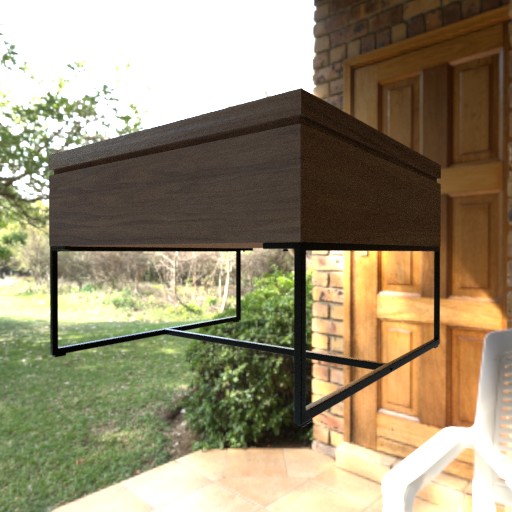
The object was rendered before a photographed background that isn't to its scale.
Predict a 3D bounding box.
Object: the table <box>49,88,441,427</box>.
[{"bbox_3d":[0.000,0.000,1.076,0.679,0.464,0.676,0,1,38],"label":"table"}]
